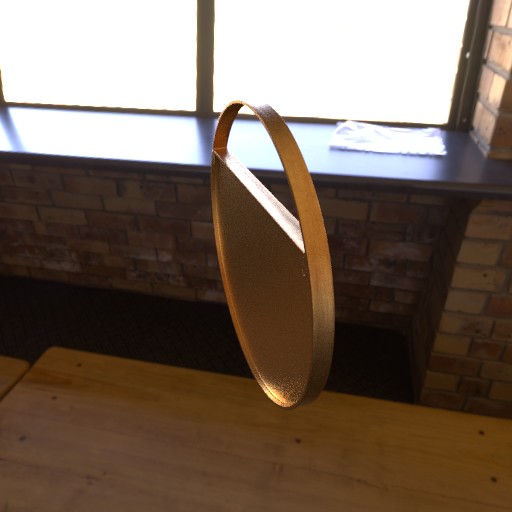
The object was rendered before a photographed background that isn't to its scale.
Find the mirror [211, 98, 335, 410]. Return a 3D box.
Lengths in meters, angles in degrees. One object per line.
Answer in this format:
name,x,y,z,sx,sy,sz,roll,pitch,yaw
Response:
mirror,0.000,0.000,0.844,0.032,0.565,0.565,-10,32,-16
